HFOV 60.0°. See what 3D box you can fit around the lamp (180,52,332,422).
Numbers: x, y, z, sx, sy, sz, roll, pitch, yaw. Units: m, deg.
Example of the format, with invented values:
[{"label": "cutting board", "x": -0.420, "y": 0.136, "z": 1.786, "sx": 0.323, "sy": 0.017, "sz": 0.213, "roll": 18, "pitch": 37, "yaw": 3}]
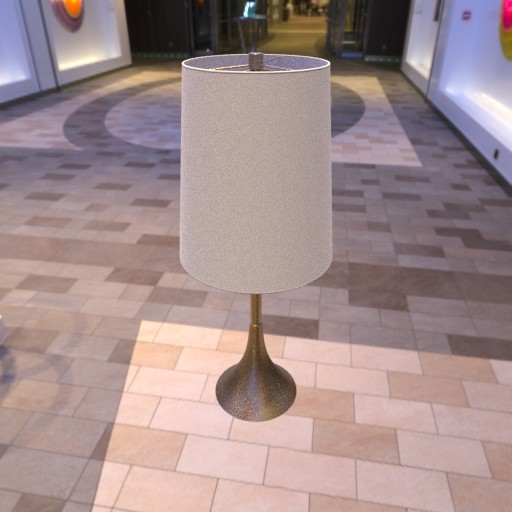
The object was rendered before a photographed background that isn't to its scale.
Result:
[{"label": "lamp", "x": 0.000, "y": 0.000, "z": 0.681, "sx": 0.231, "sy": 0.569, "sz": 0.231, "roll": 0, "pitch": 30, "yaw": 0}]
